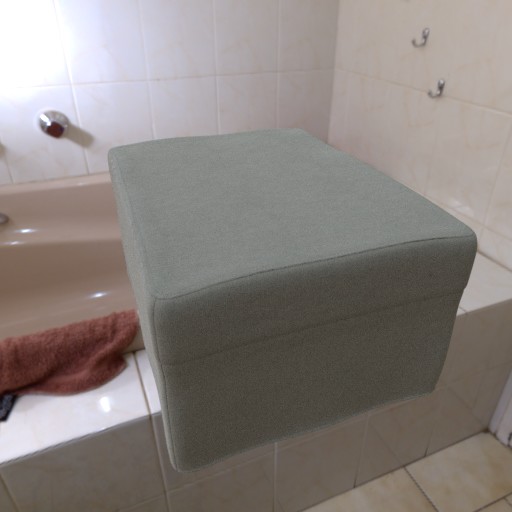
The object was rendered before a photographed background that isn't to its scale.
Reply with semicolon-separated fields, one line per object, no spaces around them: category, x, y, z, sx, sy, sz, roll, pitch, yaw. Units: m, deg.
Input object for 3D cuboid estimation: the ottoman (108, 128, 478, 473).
ottoman;0.000;0.000;1.188;0.648;0.461;0.833;-11;33;-17
